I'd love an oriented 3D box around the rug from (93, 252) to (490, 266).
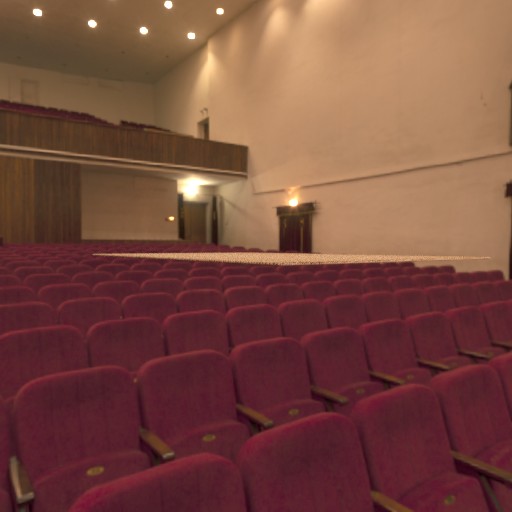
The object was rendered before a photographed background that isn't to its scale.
[{"bbox_3d":[0.000,0.000,3.057,1.533,0.011,2.439,-1,1,-35],"label":"rug"}]
